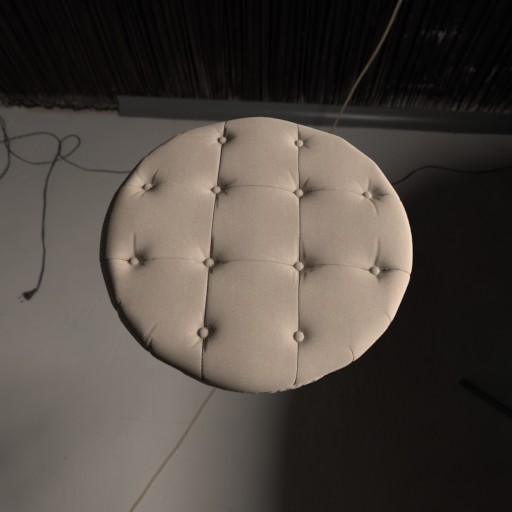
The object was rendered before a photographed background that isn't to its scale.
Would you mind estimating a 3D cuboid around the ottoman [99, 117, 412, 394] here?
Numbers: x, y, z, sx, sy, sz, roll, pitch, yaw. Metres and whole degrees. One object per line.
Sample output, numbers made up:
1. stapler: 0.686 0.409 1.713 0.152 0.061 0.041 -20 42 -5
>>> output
1. ottoman: 0.000 0.000 1.425 0.901 0.439 0.901 0 63 0
